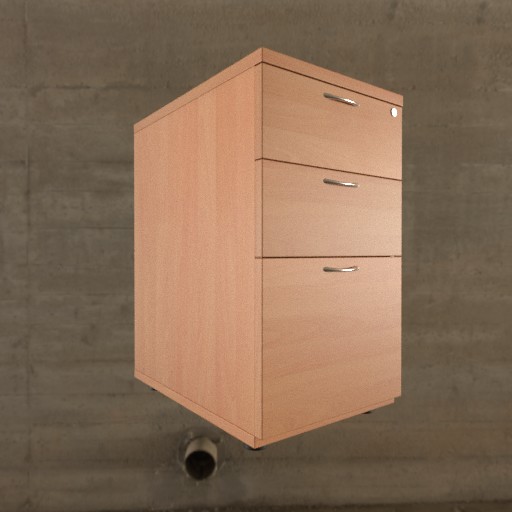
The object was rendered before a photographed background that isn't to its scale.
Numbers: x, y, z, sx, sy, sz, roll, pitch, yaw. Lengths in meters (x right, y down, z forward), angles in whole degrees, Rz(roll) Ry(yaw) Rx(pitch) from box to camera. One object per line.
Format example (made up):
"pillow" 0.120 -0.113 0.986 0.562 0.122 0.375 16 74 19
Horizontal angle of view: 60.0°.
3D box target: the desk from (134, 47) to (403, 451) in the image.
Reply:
"desk" 0.000 0.000 1.120 0.404 0.730 0.600 0 1 -37
